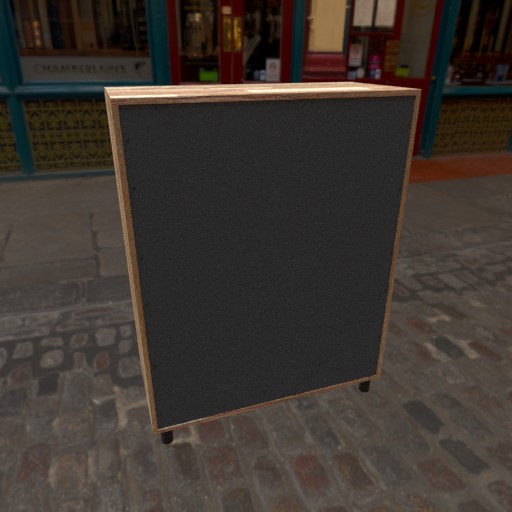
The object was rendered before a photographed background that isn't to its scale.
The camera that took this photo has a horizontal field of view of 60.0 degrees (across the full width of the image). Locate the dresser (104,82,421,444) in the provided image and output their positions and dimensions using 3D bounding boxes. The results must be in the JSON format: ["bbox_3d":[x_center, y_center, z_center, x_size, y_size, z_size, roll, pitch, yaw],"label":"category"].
[{"bbox_3d":[0.000,0.000,1.750,0.966,1.243,0.480,-8,26,-17],"label":"dresser"}]
